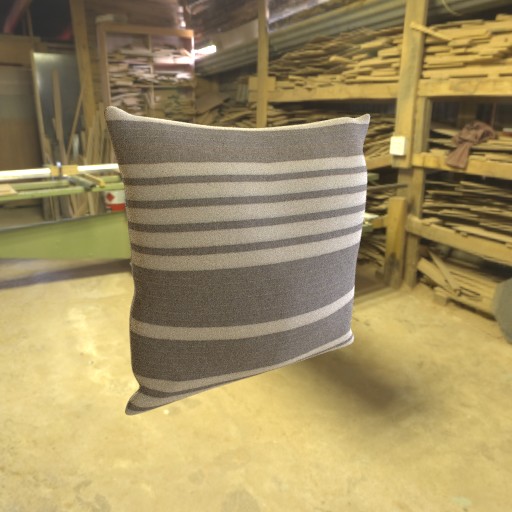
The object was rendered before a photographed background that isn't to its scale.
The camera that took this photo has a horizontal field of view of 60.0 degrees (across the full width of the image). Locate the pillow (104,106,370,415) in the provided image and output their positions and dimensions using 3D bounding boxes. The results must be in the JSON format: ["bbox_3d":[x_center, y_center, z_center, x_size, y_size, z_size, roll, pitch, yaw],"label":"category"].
[{"bbox_3d":[0.000,0.000,0.695,0.439,0.440,0.182,-10,20,-28],"label":"pillow"}]
